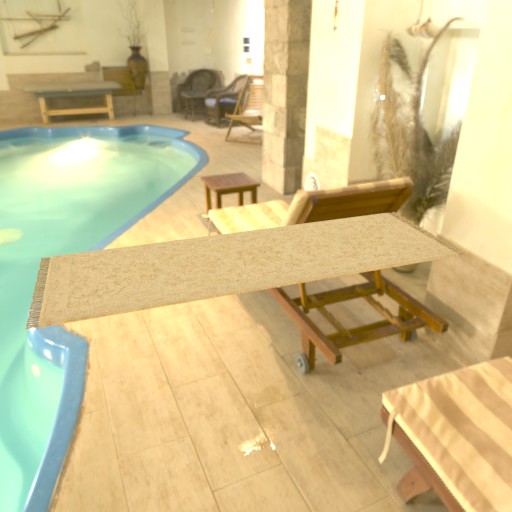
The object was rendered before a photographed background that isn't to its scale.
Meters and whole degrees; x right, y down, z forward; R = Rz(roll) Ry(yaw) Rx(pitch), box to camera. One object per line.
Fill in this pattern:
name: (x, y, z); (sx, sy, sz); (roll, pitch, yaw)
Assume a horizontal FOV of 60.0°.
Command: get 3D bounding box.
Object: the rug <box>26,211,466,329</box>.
rug: (0.000, 0.000, 2.780); (2.544, 0.015, 0.795); (-8, 27, -17)
